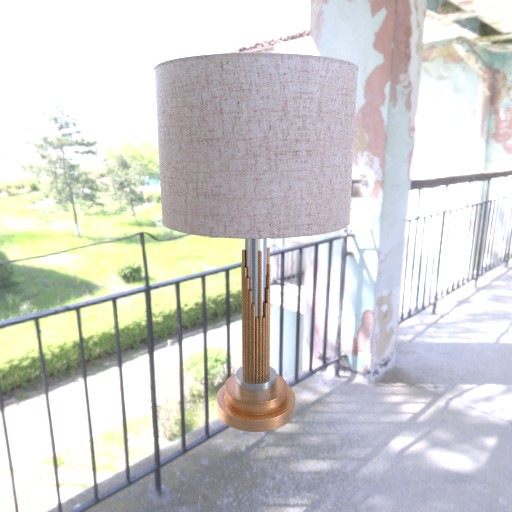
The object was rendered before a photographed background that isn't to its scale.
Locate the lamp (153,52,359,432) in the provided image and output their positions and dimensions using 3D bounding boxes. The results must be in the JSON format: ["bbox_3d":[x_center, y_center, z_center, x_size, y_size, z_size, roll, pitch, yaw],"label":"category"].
[{"bbox_3d":[0.000,0.000,0.787,0.321,0.610,0.321,-14,20,-43],"label":"lamp"}]
